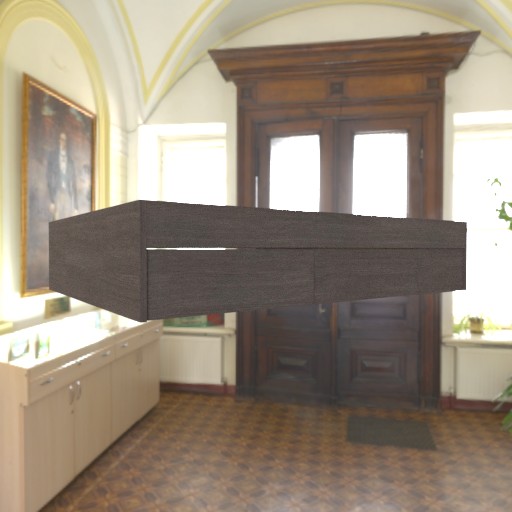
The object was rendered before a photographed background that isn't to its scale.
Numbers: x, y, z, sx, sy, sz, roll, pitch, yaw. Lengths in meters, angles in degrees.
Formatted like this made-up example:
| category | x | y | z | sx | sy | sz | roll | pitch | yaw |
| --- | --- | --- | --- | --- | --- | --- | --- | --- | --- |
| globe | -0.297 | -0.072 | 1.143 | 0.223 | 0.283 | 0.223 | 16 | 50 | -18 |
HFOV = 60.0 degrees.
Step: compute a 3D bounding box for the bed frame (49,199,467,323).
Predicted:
| category | x | y | z | sx | sy | sz | roll | pitch | yaw |
| --- | --- | --- | --- | --- | --- | --- | --- | --- | --- |
| bed frame | 0.000 | 0.000 | 2.569 | 1.944 | 0.459 | 1.448 | -1 | 1 | -36 |
